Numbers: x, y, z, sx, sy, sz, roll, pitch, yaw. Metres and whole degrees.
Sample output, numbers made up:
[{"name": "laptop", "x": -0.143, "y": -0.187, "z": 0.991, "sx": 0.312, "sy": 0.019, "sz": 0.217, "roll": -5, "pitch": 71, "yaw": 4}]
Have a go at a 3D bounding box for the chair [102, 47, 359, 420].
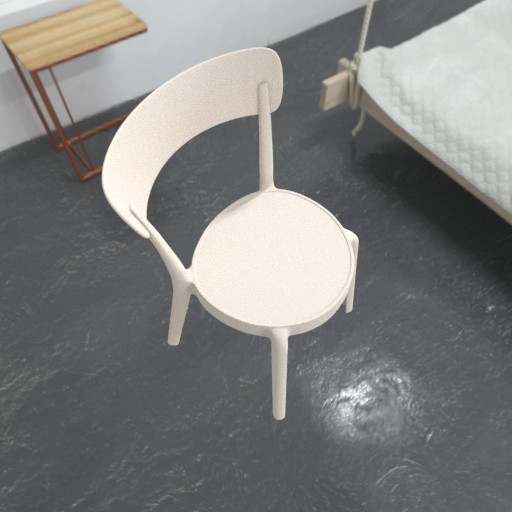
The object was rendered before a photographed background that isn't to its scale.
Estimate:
[{"name": "chair", "x": 0.000, "y": 0.000, "z": 1.131, "sx": 0.491, "sy": 0.790, "sz": 0.506, "roll": 30, "pitch": 63, "yaw": 18}]
